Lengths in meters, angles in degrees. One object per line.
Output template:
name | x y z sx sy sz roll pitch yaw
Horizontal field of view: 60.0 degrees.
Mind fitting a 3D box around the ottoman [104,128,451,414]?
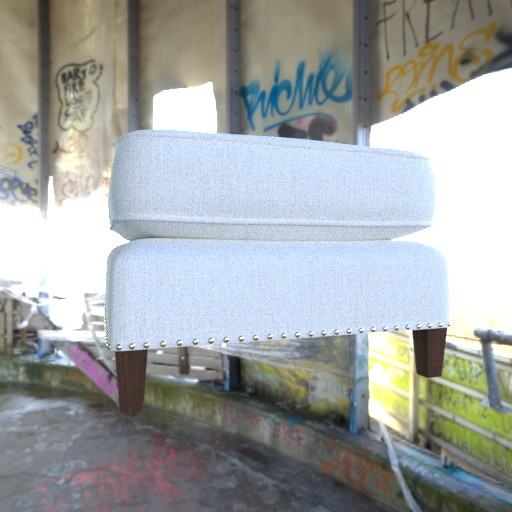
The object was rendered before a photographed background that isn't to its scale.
ottoman | 0.000 0.000 1.138 0.738 0.537 0.589 0 1 -19
